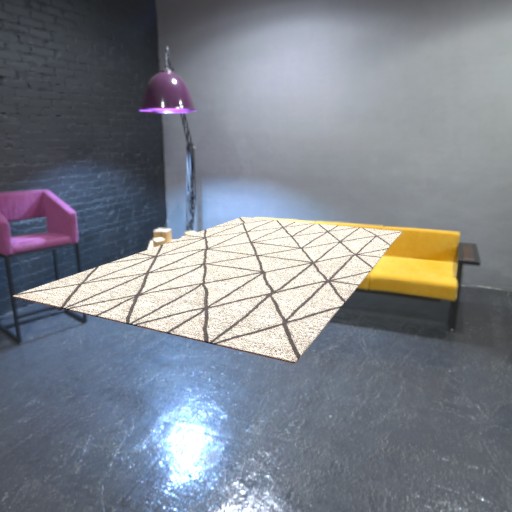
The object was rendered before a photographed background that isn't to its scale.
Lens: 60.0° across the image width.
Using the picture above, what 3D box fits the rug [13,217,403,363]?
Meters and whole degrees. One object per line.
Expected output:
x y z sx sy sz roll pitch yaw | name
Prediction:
0.000 0.000 2.970 1.526 0.008 2.465 7 17 25 | rug
